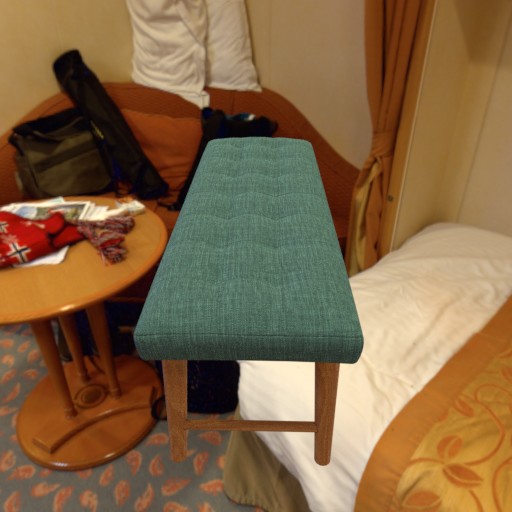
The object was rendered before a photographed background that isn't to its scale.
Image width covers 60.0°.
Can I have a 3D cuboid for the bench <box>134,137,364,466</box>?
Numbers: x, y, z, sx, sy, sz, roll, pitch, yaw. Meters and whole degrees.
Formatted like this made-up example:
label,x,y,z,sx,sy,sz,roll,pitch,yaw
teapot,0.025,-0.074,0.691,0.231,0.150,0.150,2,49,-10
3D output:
label,x,y,z,sx,sy,sz,roll,pitch,yaw
bench,0.000,0.000,1.331,0.406,0.432,1.118,1,31,1
